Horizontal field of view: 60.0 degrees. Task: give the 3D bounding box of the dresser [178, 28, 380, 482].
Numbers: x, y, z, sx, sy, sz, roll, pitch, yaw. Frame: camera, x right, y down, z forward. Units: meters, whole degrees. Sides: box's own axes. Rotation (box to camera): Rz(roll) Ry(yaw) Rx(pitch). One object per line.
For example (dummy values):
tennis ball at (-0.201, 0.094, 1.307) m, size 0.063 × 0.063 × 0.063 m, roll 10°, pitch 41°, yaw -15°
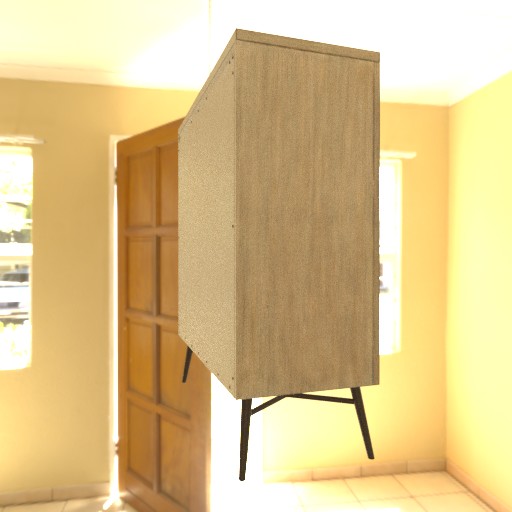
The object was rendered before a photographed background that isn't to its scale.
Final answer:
dresser at (0.000, 0.000, 1.735) m, size 0.457 × 1.219 × 1.016 m, roll 0°, pitch 0°, yaw -19°
